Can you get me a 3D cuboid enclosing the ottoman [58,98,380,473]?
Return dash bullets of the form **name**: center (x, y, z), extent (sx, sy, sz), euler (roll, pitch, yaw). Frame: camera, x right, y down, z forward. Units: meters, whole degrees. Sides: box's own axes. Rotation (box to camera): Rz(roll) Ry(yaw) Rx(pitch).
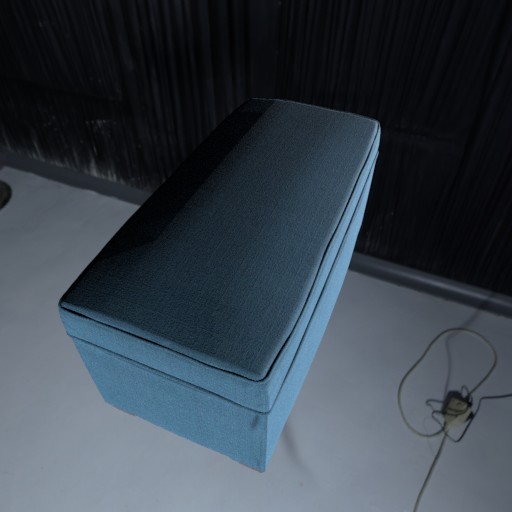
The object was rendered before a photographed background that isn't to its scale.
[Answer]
- **ottoman**: center (0.000, 0.000, 1.219), extent (0.474, 0.474, 0.943), euler (17, 48, 16)
